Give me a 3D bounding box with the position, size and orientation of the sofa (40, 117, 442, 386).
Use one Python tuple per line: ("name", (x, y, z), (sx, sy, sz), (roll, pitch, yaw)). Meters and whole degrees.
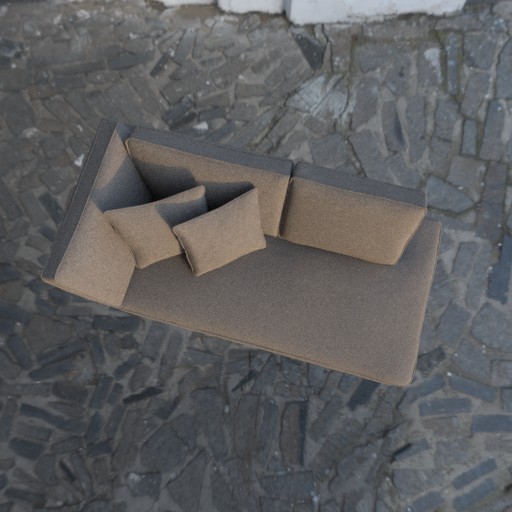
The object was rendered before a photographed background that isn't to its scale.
("sofa", (0.000, 0.000, 2.812), (2.237, 1.033, 1.110), (14, 77, 4))
